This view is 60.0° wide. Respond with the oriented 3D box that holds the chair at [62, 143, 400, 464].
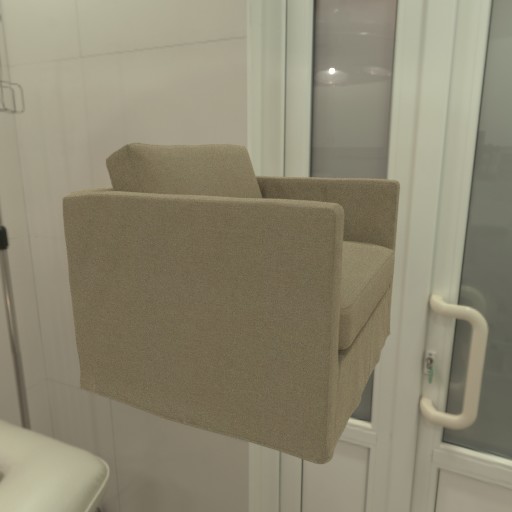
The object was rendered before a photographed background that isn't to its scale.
[{"bbox_3d":[0.000,0.000,1.746,0.949,0.863,1.057,6,15,25],"label":"chair"}]
